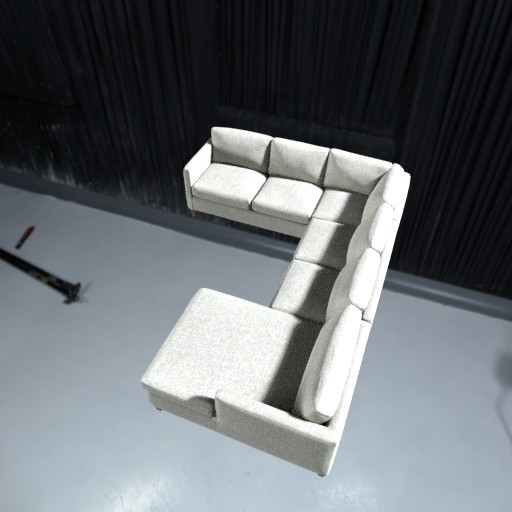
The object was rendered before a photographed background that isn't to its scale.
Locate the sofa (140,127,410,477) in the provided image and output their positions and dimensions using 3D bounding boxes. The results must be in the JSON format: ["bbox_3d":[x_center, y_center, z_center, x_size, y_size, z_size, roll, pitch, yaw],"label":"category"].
[{"bbox_3d":[0.000,0.000,4.602,2.593,0.959,3.460,16,47,15],"label":"sofa"}]
